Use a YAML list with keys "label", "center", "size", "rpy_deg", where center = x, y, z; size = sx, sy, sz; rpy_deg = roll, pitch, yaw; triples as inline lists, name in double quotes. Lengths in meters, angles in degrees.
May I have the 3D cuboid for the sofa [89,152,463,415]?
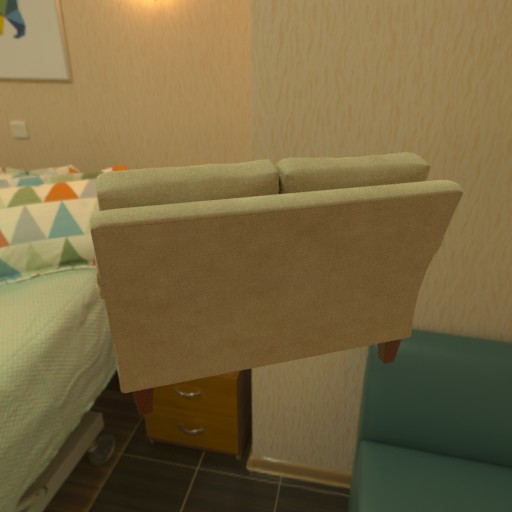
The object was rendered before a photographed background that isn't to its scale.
- label: "sofa"
  center: [0.000, 0.000, 2.246]
  size: [1.498, 1.087, 1.086]
  rpy_deg: [-7, 26, -15]
